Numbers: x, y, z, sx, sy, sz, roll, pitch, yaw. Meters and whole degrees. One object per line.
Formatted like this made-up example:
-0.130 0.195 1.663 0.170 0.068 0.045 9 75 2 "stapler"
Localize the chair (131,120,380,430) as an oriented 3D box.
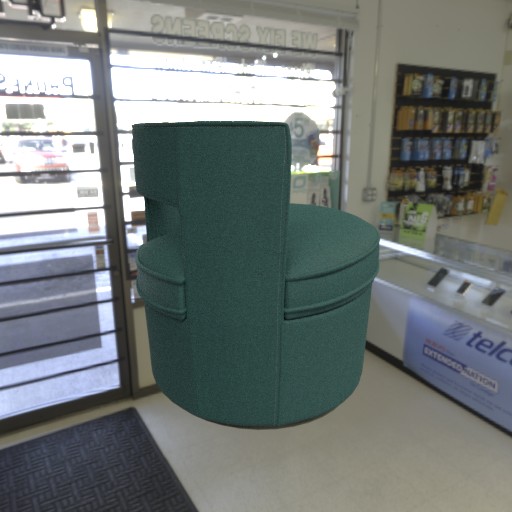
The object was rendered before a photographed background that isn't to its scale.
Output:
0.000 0.000 1.242 0.660 0.711 0.684 -8 17 -26 "chair"
